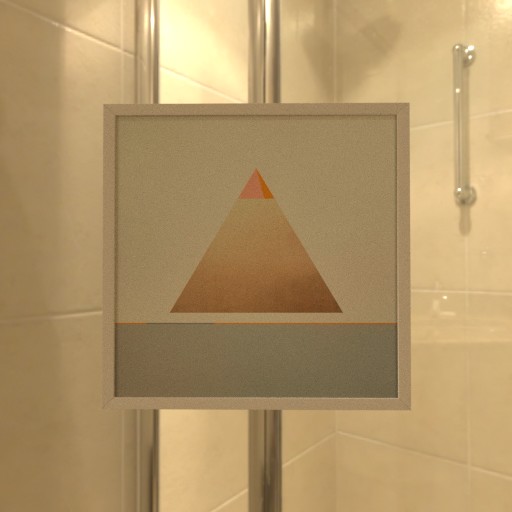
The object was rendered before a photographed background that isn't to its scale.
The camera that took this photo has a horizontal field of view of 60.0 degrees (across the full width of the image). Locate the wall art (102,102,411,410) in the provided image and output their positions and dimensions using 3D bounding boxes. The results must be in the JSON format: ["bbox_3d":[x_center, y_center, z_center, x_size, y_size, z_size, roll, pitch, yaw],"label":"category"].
[{"bbox_3d":[0.000,0.000,0.459,0.305,0.304,0.038,0,-1,1],"label":"wall art"}]
